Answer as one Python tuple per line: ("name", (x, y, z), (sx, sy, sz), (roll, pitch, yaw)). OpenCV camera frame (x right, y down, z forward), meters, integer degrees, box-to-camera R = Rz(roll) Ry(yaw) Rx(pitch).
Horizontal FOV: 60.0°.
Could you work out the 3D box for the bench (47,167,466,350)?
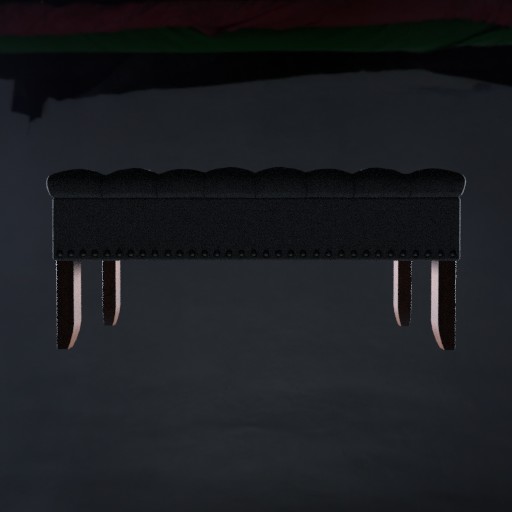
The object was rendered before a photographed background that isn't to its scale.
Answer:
("bench", (0.000, 0.000, 1.310), (1.052, 0.470, 0.417), (0, 1, 1))
